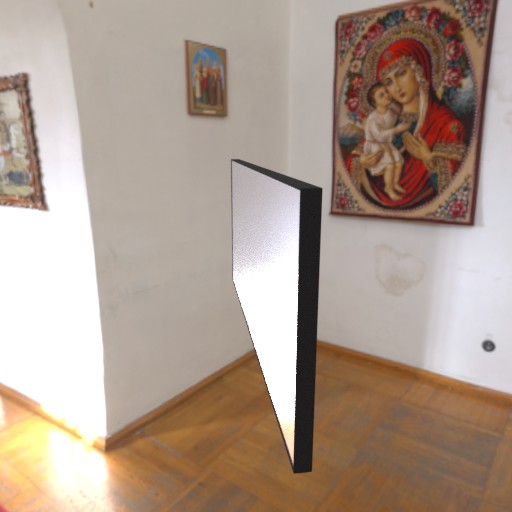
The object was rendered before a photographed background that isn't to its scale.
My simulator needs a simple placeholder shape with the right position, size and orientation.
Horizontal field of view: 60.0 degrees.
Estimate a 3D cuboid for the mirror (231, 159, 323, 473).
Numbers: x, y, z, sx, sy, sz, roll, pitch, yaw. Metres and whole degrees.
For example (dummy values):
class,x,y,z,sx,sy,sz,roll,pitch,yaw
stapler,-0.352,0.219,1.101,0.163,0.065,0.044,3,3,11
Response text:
class,x,y,z,sx,sy,sz,roll,pitch,yaw
mirror,0.000,0.000,1.754,0.047,0.692,1.584,-2,15,-8
